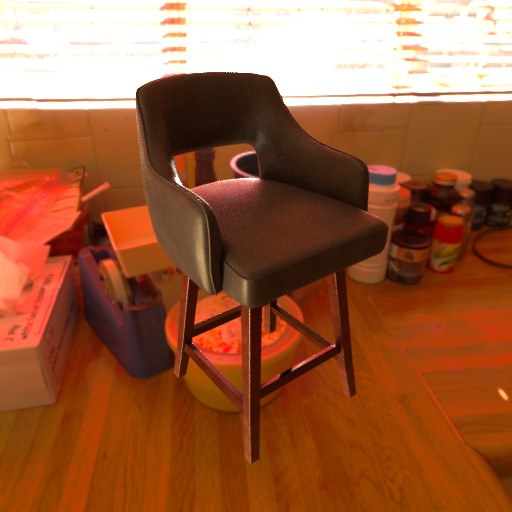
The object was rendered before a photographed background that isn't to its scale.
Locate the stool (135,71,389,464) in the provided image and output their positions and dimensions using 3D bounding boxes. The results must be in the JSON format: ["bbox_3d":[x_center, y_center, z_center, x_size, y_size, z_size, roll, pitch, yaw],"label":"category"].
[{"bbox_3d":[0.000,0.000,1.272,0.550,0.936,0.560,-20,34,-32],"label":"stool"}]
